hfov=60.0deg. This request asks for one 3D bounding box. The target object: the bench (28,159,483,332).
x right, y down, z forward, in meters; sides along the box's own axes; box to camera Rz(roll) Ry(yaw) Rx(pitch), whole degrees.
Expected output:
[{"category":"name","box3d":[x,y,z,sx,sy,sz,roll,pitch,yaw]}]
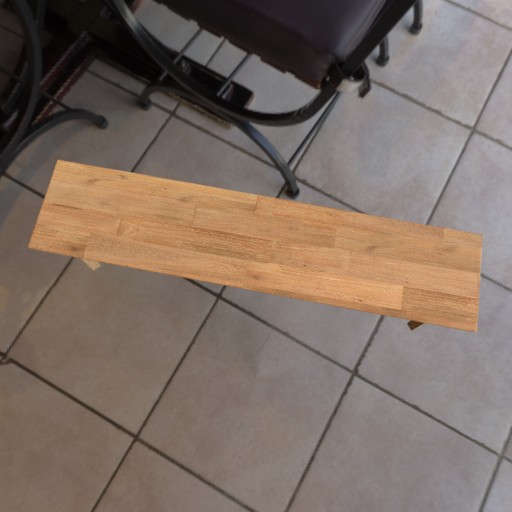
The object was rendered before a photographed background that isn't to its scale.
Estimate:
[{"category":"bench","box3d":[0.000,0.000,1.900,1.698,0.431,0.378,10,75,3]}]
